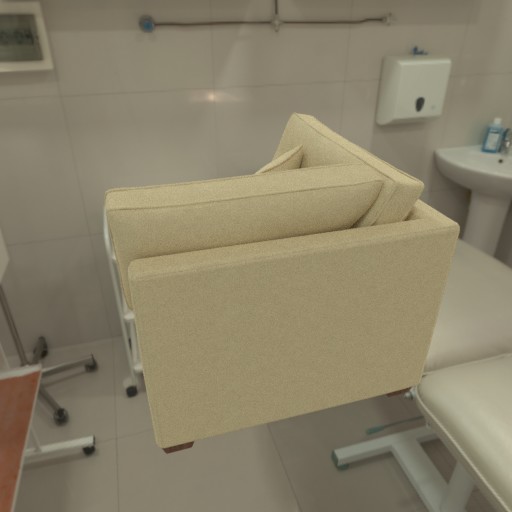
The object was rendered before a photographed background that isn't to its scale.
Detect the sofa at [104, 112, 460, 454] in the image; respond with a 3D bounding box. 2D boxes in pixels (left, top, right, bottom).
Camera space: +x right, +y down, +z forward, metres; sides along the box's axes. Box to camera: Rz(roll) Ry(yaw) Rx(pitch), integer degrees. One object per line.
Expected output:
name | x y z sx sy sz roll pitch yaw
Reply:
sofa | 0.000 0.000 1.963 1.146 1.002 1.084 -9 31 -15
